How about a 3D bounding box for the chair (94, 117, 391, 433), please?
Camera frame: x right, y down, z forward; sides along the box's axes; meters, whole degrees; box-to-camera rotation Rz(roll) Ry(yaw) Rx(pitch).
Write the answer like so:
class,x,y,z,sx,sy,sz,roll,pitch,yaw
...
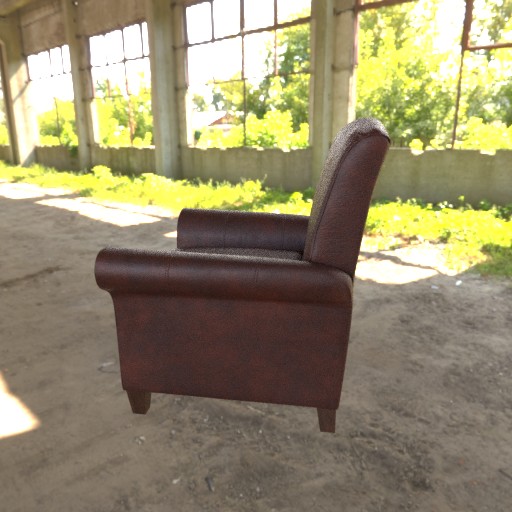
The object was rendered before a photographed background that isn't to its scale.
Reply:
class,x,y,z,sx,sy,sz,roll,pitch,yaw
chair,0.000,0.000,1.790,0.902,1.061,0.978,2,15,8
